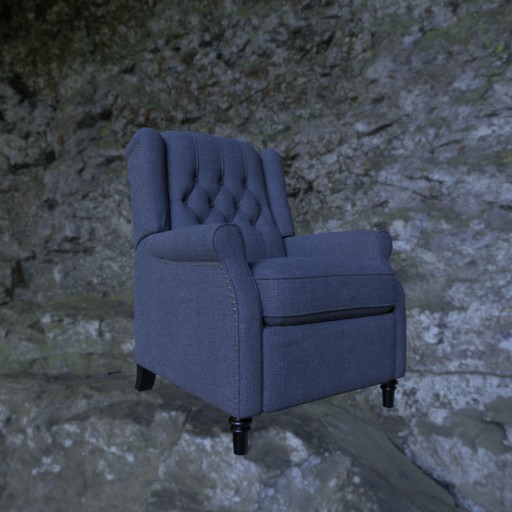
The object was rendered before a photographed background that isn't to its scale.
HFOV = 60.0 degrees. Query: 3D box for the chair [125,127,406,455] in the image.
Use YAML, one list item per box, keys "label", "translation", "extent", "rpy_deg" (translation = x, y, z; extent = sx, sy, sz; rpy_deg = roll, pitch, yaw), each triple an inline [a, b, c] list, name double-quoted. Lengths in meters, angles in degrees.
- label: "chair"
  translation: [0.000, 0.000, 1.625]
  extent: [0.742, 1.035, 0.898]
  rpy_deg: [0, 0, -36]
